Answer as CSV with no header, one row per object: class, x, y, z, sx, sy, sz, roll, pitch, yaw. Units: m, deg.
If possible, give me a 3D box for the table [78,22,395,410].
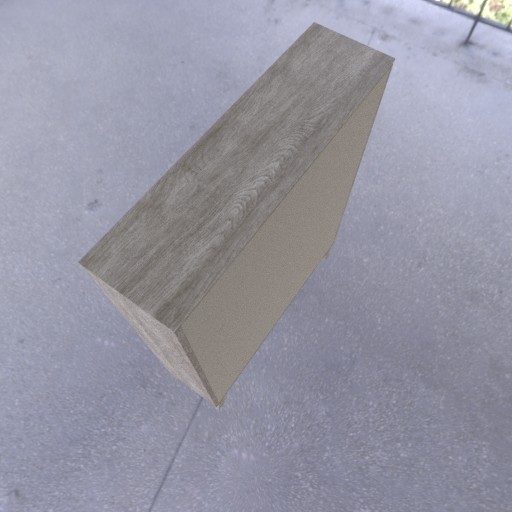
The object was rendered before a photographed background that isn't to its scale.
table,0.000,0.000,1.536,0.256,1.135,0.902,32,68,15
